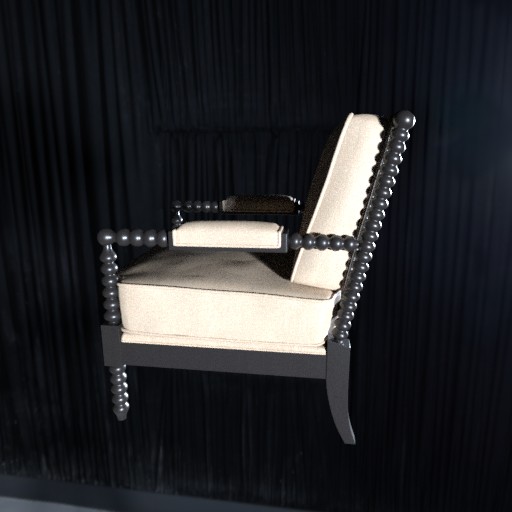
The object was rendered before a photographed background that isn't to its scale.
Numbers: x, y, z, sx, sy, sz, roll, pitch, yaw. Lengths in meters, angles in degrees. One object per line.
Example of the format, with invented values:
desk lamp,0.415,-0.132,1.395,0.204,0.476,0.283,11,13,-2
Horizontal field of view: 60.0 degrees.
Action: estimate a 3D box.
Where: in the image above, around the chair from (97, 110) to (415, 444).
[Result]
chair,0.000,0.000,1.173,0.657,0.703,0.555,2,14,8
